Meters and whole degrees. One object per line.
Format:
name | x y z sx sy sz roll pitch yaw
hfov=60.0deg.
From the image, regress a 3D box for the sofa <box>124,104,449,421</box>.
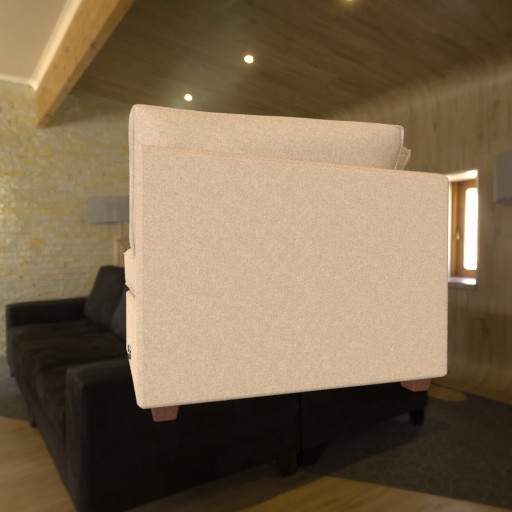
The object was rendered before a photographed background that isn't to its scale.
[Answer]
sofa | 0.000 0.000 1.838 1.042 0.937 1.050 0 1 -18
